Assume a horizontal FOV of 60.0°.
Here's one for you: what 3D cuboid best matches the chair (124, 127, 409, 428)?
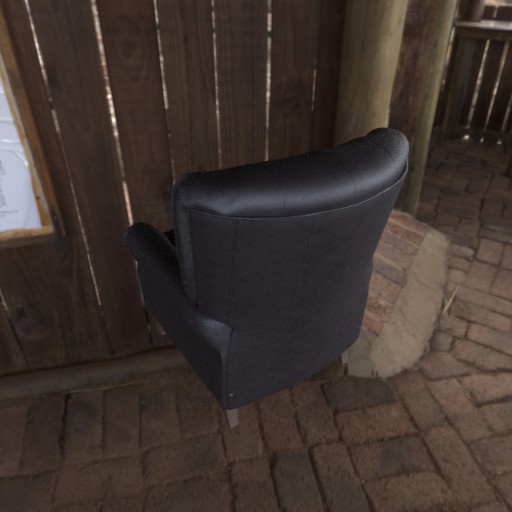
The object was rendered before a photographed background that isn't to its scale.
[{"bbox_3d":[0.000,0.000,1.924,0.948,1.158,1.058,-20,37,-29],"label":"chair"}]
